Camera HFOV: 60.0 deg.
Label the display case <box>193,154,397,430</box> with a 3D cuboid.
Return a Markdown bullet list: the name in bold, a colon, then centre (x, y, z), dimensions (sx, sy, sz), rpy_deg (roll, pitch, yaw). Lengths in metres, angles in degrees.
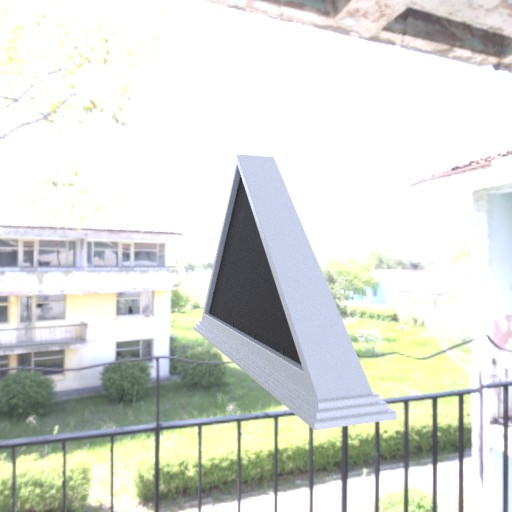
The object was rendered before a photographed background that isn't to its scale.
- **display case**: centre (0.000, 0.000, 0.749), dimensions (0.095, 0.340, 0.640), rpy_deg (0, 0, -19)
